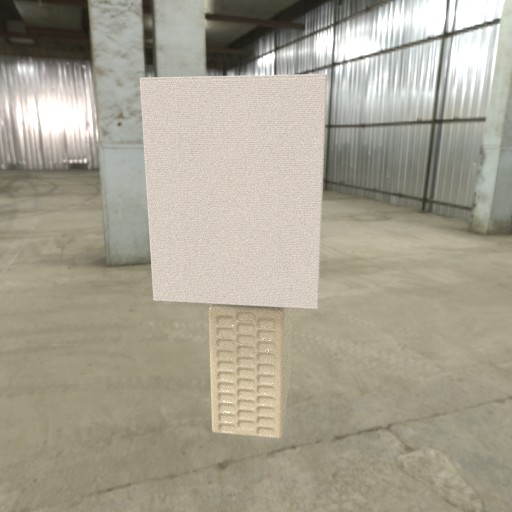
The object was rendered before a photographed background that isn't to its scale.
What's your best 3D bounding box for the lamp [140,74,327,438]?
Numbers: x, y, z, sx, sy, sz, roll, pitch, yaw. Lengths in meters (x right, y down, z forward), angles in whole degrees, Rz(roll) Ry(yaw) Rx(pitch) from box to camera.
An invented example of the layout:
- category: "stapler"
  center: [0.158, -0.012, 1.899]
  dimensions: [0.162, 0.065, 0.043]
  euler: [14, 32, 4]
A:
- category: "lamp"
  center: [0.000, 0.000, 0.707]
  dimensions: [0.200, 0.515, 0.380]
  euler: [2, 15, 8]
